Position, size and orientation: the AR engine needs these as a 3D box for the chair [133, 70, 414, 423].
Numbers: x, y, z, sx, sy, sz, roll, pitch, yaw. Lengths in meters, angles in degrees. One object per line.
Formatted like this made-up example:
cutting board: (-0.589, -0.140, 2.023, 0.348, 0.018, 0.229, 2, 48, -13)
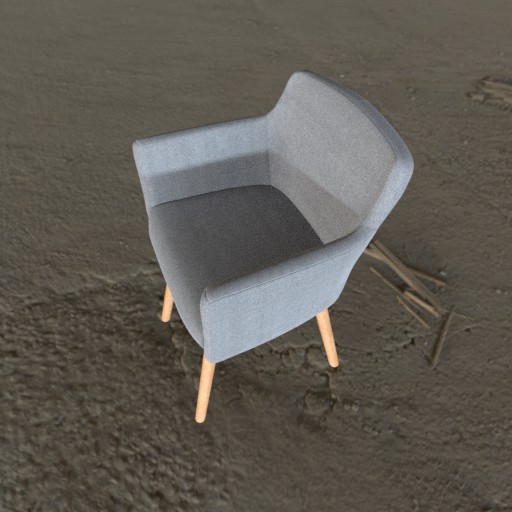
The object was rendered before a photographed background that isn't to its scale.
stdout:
chair: (0.000, 0.000, 1.177, 0.540, 0.780, 0.570, -18, 49, -16)
